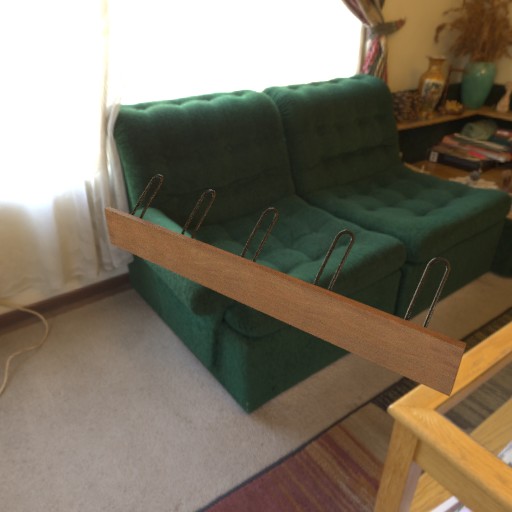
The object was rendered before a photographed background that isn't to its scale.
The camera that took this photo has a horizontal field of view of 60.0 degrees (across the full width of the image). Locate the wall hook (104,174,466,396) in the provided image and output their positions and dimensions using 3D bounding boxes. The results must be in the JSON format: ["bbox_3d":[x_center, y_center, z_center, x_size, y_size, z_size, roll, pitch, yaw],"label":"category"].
[{"bbox_3d":[0.000,0.000,0.600,0.554,0.116,0.076,20,35,32],"label":"wall hook"}]
